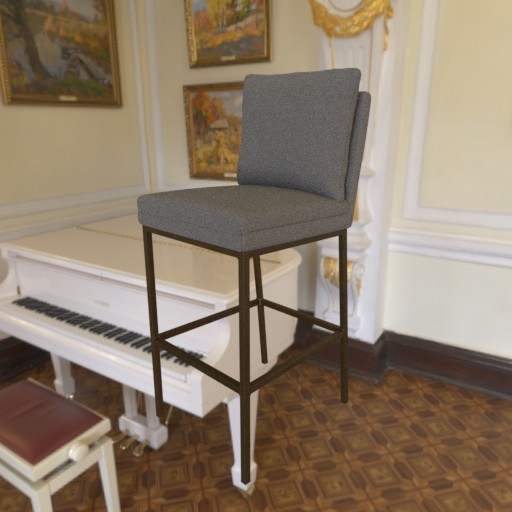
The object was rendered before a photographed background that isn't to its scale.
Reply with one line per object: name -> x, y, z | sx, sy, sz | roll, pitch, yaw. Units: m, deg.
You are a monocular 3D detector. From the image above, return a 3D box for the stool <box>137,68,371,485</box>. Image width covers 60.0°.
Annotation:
stool -> 0.000, 0.000, 1.412 | 0.463, 1.132, 0.569 | 15, 22, 42
